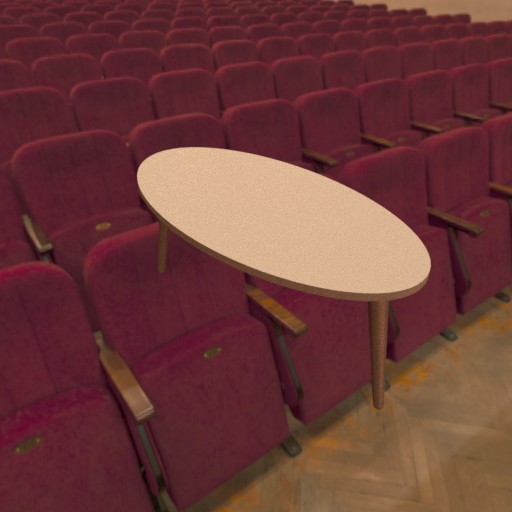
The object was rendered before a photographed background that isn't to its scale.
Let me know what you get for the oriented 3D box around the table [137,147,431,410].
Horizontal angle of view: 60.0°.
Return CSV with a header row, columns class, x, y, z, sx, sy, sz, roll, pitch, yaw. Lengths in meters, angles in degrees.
class,x,y,z,sx,sy,sz,roll,pitch,yaw
table,0.000,0.000,1.360,0.542,0.390,1.083,-21,37,-31
